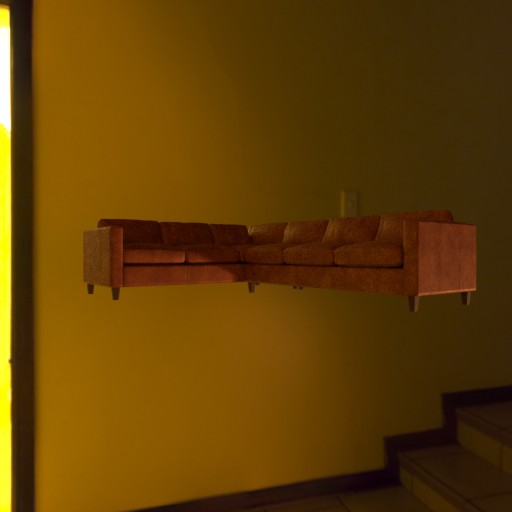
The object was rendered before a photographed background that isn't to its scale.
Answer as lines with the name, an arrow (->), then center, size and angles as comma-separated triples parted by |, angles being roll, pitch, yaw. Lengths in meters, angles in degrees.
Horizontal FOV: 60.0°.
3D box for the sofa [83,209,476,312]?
sofa -> 0.000, 0.000, 4.370 | 2.438, 0.838, 3.150 | 0, 0, -37
